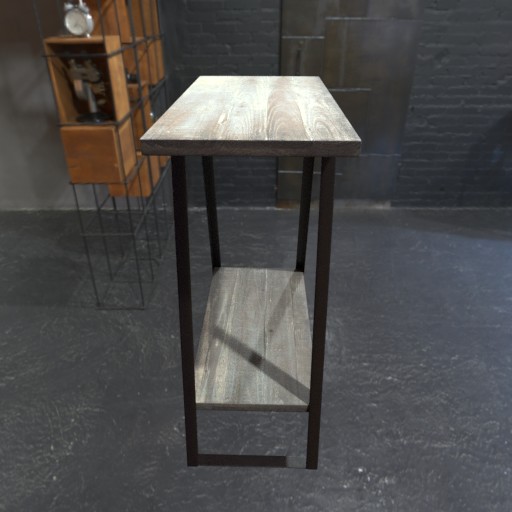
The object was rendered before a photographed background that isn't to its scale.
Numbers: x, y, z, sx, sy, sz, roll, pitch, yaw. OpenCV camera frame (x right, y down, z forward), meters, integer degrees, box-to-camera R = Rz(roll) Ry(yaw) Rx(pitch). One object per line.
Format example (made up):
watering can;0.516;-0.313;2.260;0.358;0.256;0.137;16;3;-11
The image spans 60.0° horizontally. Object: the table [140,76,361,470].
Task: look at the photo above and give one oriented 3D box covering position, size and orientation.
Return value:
table;0.000;0.000;1.029;0.300;0.701;0.599;1;30;1
